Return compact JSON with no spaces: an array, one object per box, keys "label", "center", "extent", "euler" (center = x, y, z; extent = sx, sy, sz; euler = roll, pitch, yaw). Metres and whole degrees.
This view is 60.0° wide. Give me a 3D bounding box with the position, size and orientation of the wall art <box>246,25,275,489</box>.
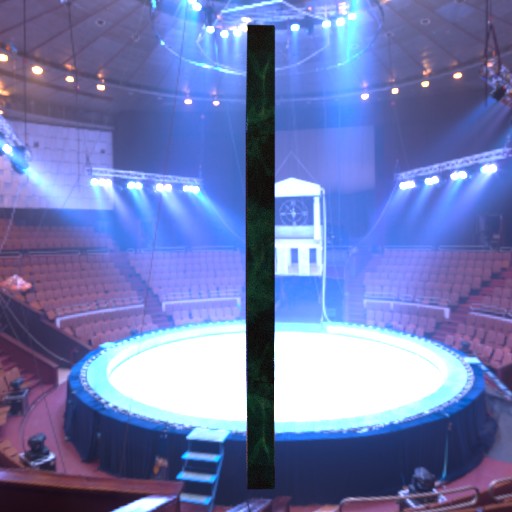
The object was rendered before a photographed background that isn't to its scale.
[{"label":"wall art","center":[0.000,0.000,0.859],"extent":[0.038,0.635,0.508],"euler":[0,1,-2]}]
